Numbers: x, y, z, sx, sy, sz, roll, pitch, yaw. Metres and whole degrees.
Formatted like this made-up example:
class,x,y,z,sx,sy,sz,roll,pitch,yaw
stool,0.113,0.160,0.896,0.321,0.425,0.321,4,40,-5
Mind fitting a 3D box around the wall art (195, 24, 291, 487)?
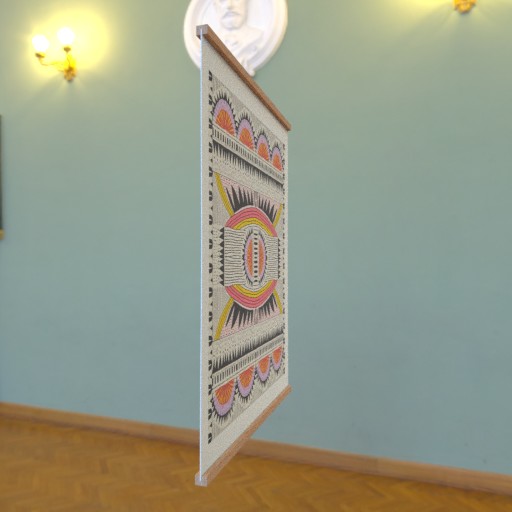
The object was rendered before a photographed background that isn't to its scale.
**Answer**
class,x,y,z,sx,sy,sz,roll,pitch,yaw
wall art,0.000,0.000,1.337,0.028,1.016,0.765,0,-1,19
